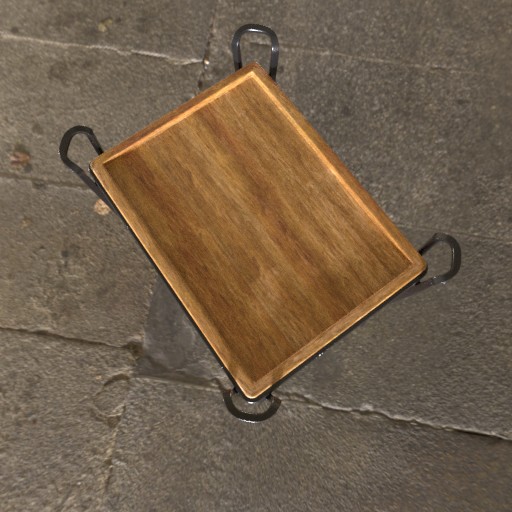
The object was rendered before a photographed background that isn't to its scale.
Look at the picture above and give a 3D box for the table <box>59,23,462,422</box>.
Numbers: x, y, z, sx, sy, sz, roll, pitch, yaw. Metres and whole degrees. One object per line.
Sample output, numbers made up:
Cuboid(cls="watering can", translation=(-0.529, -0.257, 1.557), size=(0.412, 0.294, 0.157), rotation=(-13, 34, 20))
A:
Cuboid(cls="table", translation=(0.000, 0.000, 1.200), size=(0.505, 0.785, 0.672), rotation=(-35, 78, -9))
